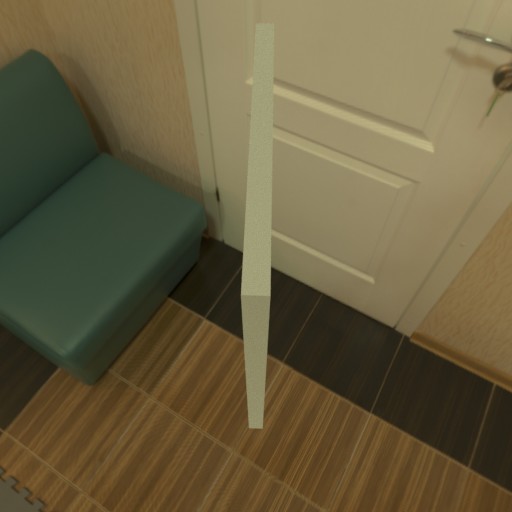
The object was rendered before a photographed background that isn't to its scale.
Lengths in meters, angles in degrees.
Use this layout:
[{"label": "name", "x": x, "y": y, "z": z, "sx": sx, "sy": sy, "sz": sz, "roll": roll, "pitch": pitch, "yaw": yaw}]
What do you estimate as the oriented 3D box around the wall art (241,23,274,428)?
[{"label": "wall art", "x": 0.000, "y": 0.000, "z": 1.039, "sx": 0.055, "sy": 0.763, "sz": 0.611, "roll": 1, "pitch": 57, "yaw": 1}]
